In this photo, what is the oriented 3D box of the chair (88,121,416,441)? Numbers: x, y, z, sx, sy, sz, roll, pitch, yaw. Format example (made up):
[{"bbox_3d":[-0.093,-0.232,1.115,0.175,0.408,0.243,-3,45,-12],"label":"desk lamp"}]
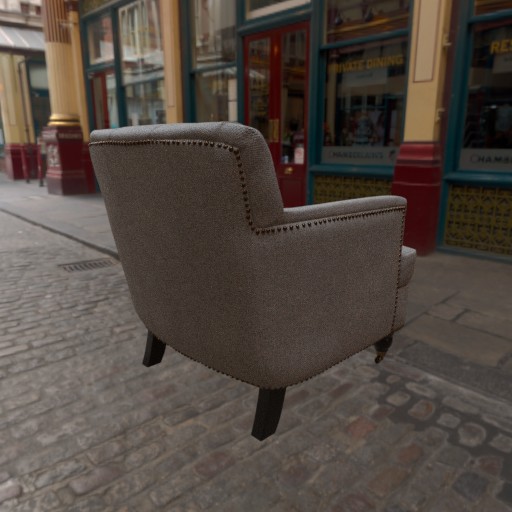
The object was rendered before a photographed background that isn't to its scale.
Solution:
[{"bbox_3d":[0.000,0.000,1.497,0.902,0.823,0.737,-13,19,-43],"label":"chair"}]
